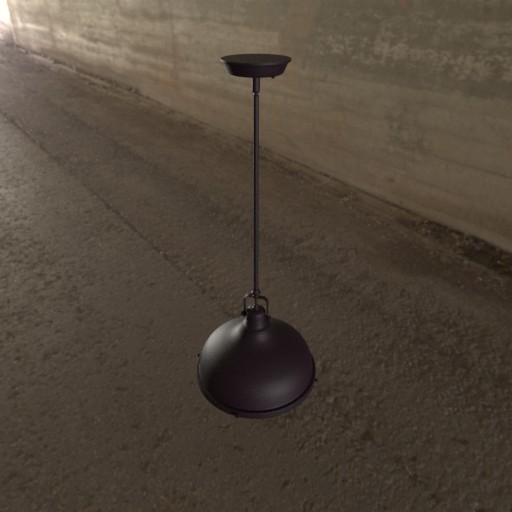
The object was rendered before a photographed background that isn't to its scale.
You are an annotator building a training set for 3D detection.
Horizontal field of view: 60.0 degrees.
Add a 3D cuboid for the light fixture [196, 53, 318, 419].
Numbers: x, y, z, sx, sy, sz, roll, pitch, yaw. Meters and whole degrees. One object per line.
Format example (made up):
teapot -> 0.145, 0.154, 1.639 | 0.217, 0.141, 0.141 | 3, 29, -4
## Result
light fixture -> 0.000, 0.000, 1.033 | 0.341, 0.849, 0.341 | 9, 32, 14
